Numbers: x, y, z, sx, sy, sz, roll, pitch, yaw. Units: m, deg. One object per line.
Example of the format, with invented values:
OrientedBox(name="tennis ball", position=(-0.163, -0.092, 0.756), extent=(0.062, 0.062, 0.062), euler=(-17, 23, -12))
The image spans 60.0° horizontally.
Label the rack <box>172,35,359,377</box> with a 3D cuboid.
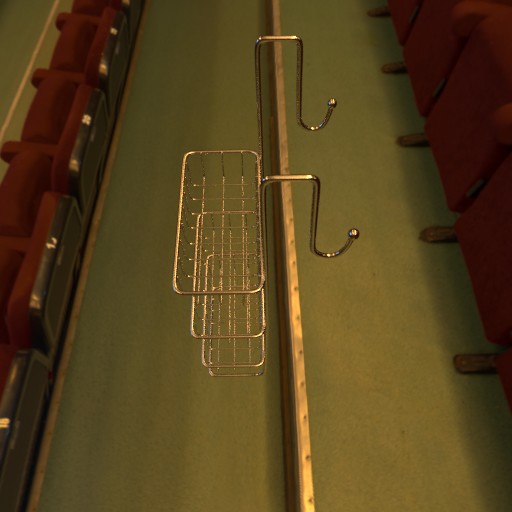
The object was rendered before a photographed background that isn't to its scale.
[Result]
OrientedBox(name="rack", position=(0.000, 0.000, 0.661), extent=(0.202, 0.574, 0.228), euler=(-1, 59, -1))
